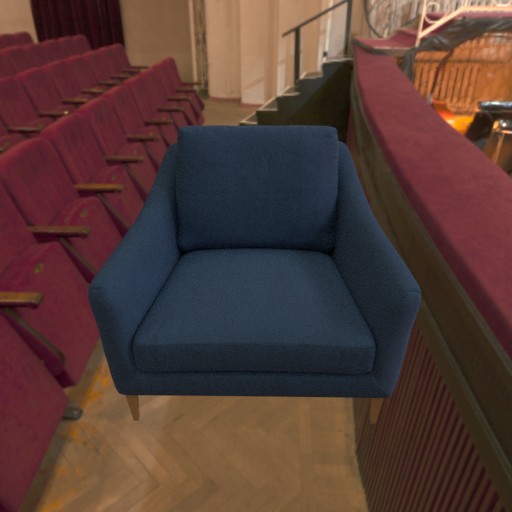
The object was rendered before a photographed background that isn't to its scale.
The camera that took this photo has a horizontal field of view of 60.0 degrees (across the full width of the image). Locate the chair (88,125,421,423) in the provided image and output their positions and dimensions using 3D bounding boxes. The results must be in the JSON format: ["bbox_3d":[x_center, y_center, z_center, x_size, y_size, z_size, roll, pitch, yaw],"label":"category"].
[{"bbox_3d":[0.000,0.000,1.758,0.987,0.899,0.961,0,30,1],"label":"chair"}]
